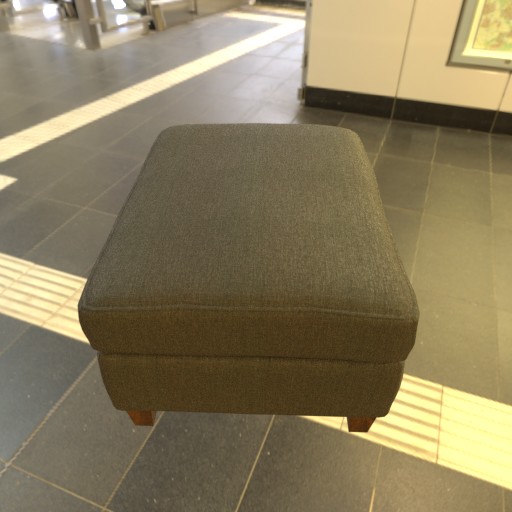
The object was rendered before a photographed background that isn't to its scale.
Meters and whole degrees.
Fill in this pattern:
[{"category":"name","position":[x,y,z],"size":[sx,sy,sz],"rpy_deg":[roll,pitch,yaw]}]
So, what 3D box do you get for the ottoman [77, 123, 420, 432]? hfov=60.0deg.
[{"category":"ottoman","position":[0.000,0.000,1.202],"size":[0.639,0.496,0.826],"rpy_deg":[1,39,1]}]
